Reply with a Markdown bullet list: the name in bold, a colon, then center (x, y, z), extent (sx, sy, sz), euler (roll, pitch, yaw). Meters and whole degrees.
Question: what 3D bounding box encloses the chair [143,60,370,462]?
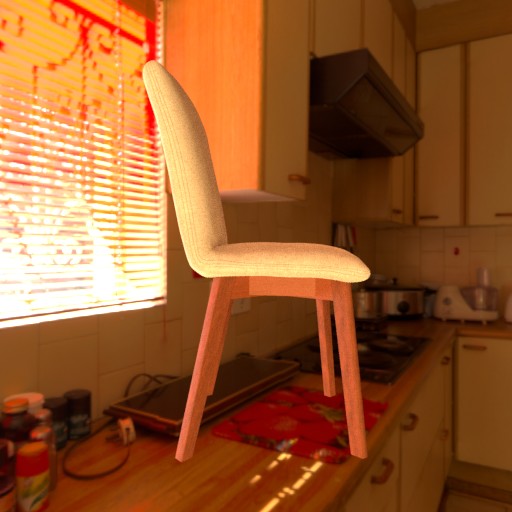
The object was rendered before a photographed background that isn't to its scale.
- **chair**: center (0.000, 0.000, 1.303), extent (0.563, 0.974, 0.522), euler (0, 1, 0)
